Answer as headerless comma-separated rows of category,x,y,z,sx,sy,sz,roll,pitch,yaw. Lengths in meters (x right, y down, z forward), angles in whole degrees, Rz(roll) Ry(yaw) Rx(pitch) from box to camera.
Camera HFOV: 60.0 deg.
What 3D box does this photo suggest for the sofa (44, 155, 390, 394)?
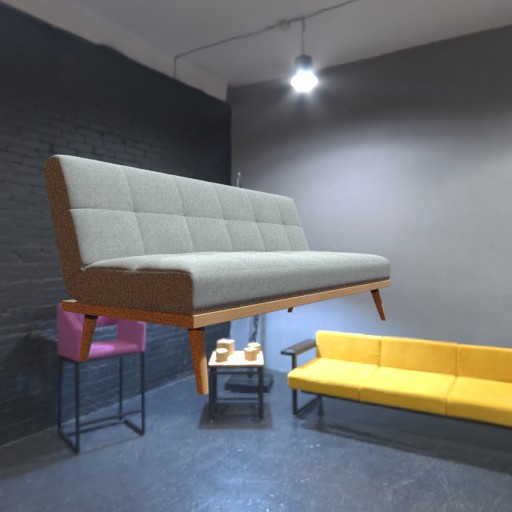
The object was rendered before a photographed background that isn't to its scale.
sofa,0.000,0.000,2.233,0.800,0.800,1.820,1,1,34
